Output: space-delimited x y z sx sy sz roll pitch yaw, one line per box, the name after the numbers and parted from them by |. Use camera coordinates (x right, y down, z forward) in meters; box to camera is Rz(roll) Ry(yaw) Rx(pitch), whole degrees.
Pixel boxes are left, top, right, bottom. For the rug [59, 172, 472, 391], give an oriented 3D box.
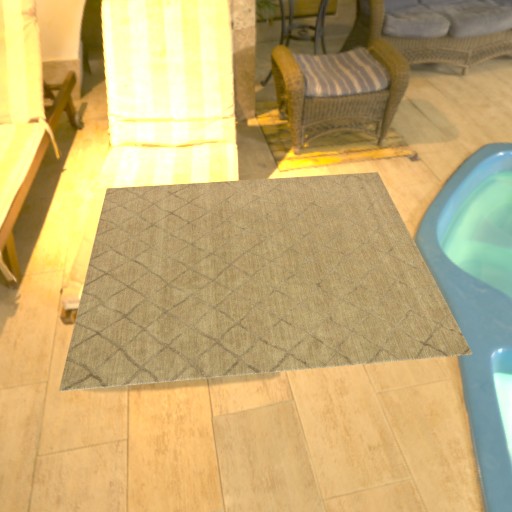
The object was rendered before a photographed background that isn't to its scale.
0.000 0.000 4.092 3.038 0.019 2.420 -4 45 -4 | rug
